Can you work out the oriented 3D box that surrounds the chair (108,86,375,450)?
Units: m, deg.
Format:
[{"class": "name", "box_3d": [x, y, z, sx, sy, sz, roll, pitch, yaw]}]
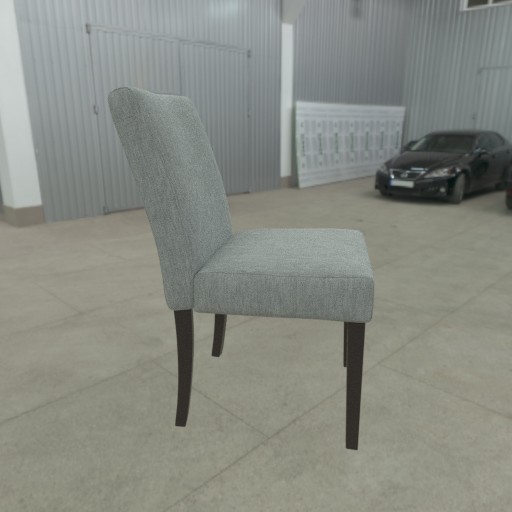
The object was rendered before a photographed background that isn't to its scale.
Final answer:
[{"class": "chair", "box_3d": [0.000, 0.000, 1.263, 0.629, 0.884, 0.487, 3, 17, 9]}]
